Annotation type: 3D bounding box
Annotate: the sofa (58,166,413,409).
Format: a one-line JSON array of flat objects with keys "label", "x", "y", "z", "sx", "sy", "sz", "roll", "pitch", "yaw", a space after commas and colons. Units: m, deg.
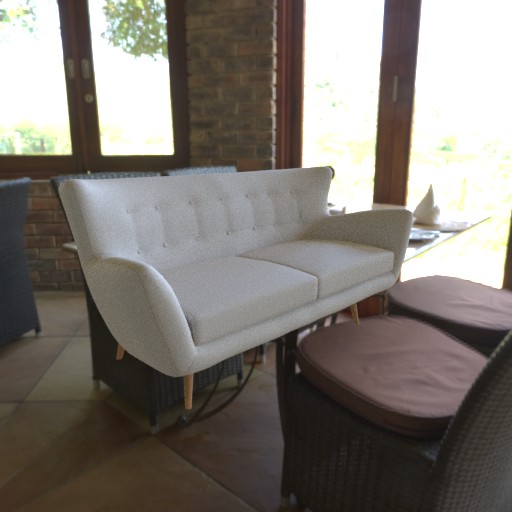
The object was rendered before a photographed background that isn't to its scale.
[{"label": "sofa", "x": 0.000, "y": 0.000, "z": 2.414, "sx": 1.930, "sy": 0.890, "sz": 0.899, "roll": -14, "pitch": 19, "yaw": -43}]
